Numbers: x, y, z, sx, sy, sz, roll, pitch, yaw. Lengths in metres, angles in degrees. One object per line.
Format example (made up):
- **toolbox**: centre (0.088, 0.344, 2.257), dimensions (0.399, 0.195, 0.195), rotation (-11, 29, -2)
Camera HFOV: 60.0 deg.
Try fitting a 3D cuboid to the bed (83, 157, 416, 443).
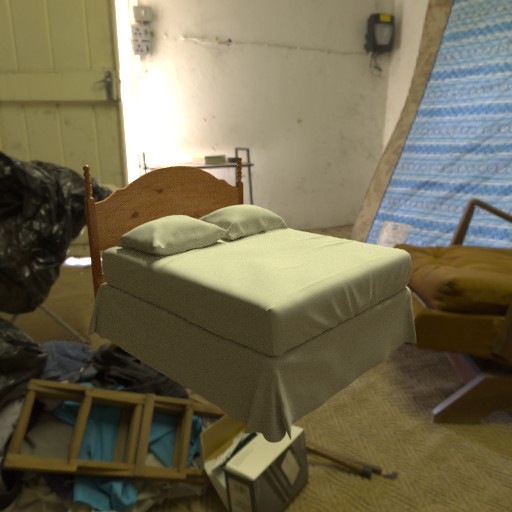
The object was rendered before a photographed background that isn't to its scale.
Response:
- **bed**: centre (0.000, 0.000, 3.394), dimensions (2.040, 1.356, 1.873), rotation (14, 21, 42)
